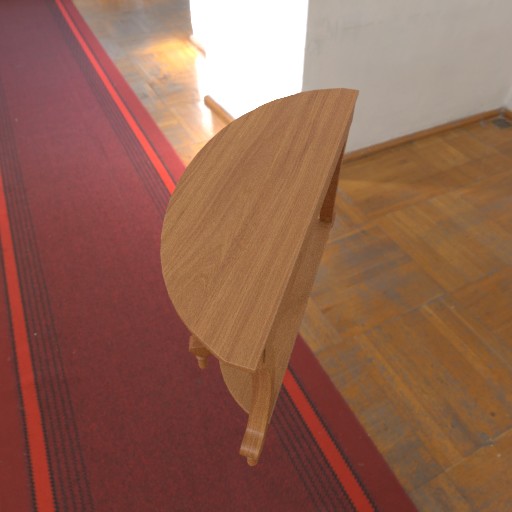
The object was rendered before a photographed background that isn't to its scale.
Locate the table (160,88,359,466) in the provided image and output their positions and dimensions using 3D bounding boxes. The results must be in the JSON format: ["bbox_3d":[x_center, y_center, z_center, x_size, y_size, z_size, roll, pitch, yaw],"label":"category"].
[{"bbox_3d":[0.000,0.000,1.509,0.394,0.692,1.198,13,47,13],"label":"table"}]
